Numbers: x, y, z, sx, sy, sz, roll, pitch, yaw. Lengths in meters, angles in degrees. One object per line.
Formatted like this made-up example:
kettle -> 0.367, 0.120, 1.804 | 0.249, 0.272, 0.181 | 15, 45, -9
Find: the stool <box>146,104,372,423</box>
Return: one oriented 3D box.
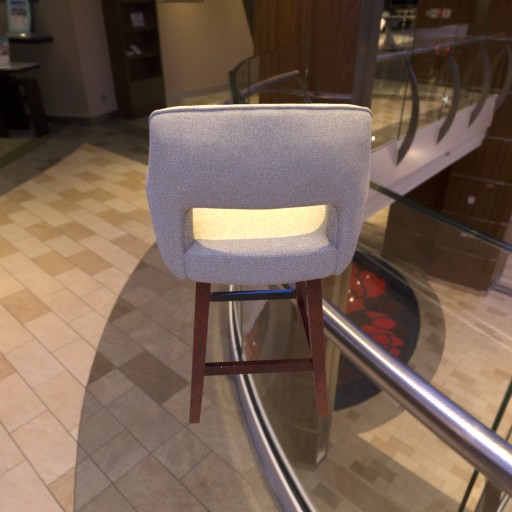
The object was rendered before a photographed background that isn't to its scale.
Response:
stool -> 0.000, 0.000, 1.263 | 0.550, 0.936, 0.560 | -2, 30, -3
